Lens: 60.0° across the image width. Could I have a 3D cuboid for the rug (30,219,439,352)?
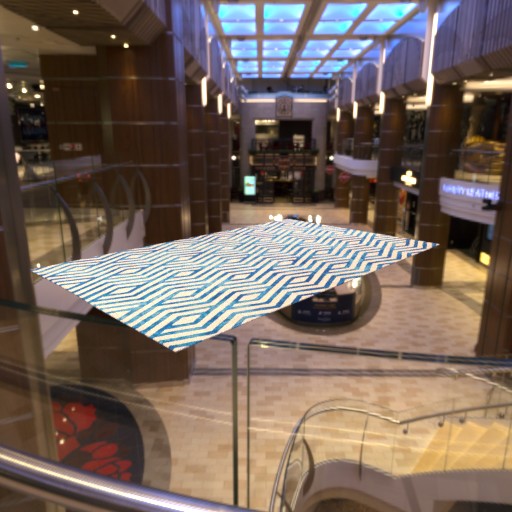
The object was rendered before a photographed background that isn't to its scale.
[{"bbox_3d":[0.000,0.000,3.063,1.531,0.008,2.439,15,21,43],"label":"rug"}]
